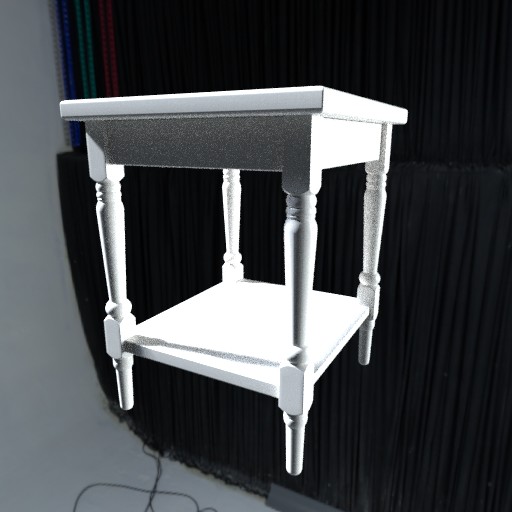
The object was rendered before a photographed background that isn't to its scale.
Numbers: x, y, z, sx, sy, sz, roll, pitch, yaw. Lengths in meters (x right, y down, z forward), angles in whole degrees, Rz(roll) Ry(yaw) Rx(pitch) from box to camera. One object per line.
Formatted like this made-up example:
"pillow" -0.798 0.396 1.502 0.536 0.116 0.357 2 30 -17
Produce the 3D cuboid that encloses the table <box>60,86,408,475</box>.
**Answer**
"table" 0.000 0.000 0.876 0.442 0.565 0.488 8 17 28
